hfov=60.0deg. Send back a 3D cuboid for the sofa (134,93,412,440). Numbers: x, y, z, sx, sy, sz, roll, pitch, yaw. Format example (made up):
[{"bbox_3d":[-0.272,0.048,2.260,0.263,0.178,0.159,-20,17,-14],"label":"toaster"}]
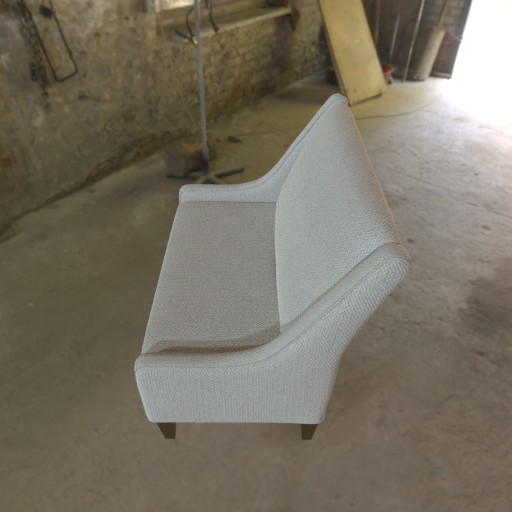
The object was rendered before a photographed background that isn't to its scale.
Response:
[{"bbox_3d":[0.000,0.000,1.968,0.870,1.022,1.242,0,40,0],"label":"sofa"}]
